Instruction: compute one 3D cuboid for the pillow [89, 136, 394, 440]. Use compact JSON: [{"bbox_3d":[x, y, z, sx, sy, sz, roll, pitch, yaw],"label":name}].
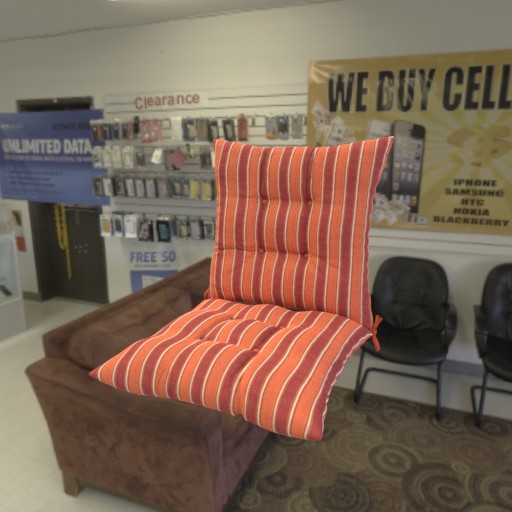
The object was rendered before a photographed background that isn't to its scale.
[{"bbox_3d":[0.000,0.000,1.019,0.541,0.536,0.585,6,15,24],"label":"pillow"}]
